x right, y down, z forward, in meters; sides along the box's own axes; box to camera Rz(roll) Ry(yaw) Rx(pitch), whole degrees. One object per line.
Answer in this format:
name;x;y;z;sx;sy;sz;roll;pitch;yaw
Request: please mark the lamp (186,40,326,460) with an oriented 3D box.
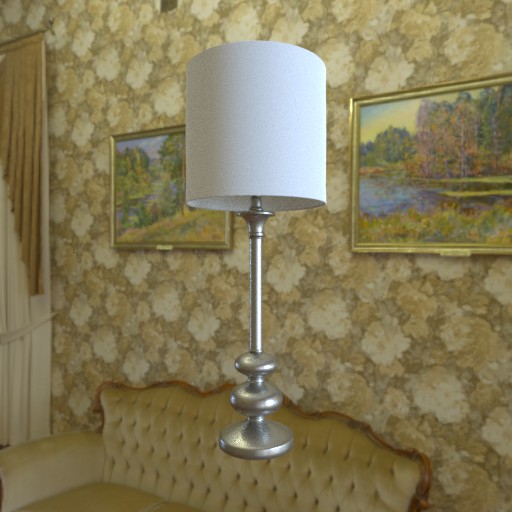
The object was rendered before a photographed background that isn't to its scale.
lamp;0.000;0.000;0.811;0.254;0.690;0.254;0;0;-17
